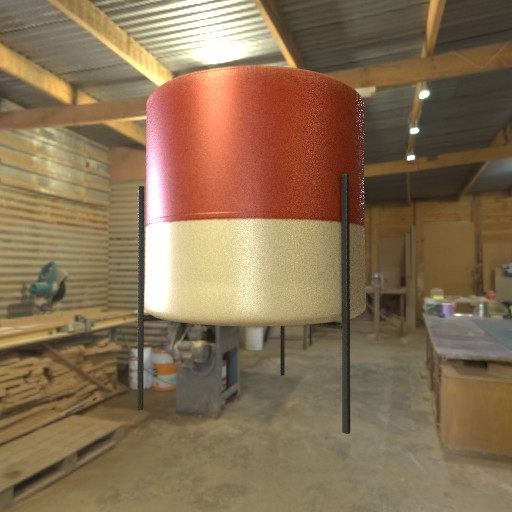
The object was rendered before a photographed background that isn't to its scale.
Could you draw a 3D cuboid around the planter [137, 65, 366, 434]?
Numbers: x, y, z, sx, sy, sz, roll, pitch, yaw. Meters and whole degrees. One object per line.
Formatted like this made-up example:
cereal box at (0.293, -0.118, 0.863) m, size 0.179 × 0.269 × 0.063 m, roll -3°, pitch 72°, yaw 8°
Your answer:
planter at (0.000, 0.000, 0.715) m, size 0.345 × 0.465 × 0.354 m, roll 0°, pitch -1°, yaw 18°
